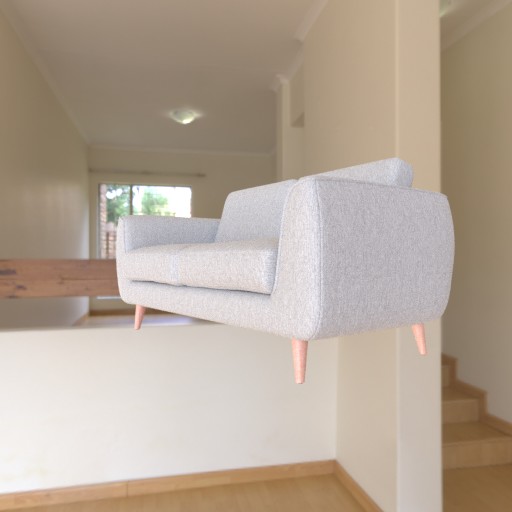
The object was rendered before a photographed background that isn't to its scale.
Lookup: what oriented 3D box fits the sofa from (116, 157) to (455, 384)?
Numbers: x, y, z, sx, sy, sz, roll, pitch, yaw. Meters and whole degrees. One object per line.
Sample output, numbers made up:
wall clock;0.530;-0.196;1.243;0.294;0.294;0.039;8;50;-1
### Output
sofa;0.000;0.000;2.237;0.920;0.850;1.700;0;0;-37
